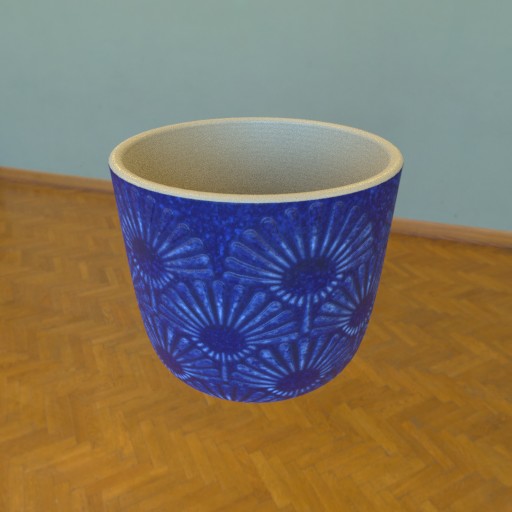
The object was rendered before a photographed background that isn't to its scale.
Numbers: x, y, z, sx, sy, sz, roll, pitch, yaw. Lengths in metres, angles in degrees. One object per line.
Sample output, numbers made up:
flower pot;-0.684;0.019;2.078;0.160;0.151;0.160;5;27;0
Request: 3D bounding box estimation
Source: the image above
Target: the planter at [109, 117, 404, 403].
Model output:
planter;0.000;0.000;0.219;0.124;0.109;0.124;0;29;0
